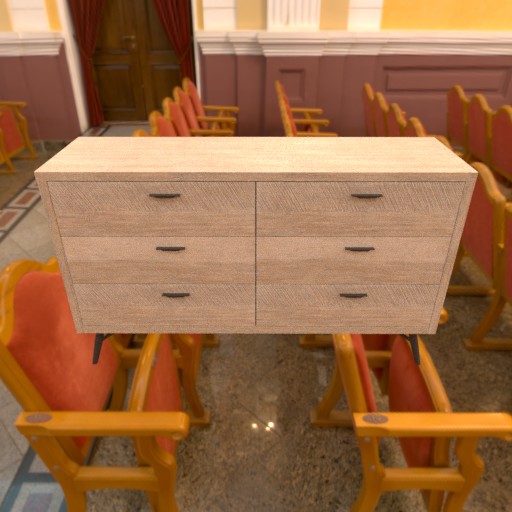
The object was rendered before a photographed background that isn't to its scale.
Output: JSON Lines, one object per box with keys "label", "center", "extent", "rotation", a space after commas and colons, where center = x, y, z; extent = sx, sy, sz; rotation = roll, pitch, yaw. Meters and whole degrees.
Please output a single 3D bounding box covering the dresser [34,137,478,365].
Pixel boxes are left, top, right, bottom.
{"label": "dresser", "center": [0.000, 0.000, 1.933], "extent": [1.524, 0.914, 0.457], "rotation": [0, 30, 0]}
